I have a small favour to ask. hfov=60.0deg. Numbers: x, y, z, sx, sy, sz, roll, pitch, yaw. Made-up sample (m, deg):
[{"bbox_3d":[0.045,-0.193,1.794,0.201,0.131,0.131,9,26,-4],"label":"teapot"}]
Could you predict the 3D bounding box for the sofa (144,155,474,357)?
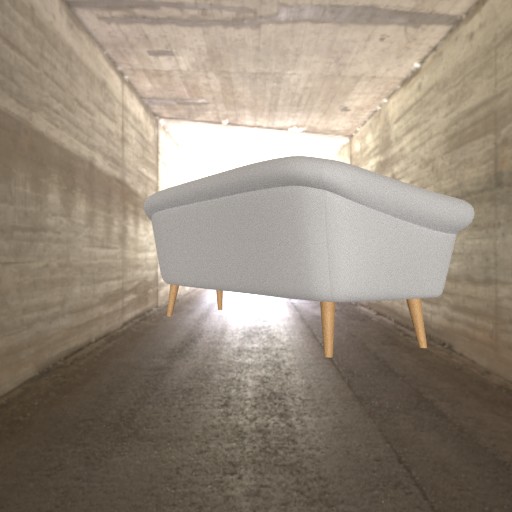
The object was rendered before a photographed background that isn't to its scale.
[{"bbox_3d":[0.000,0.000,2.548,0.827,0.795,2.160,0,0,-36],"label":"sofa"}]
